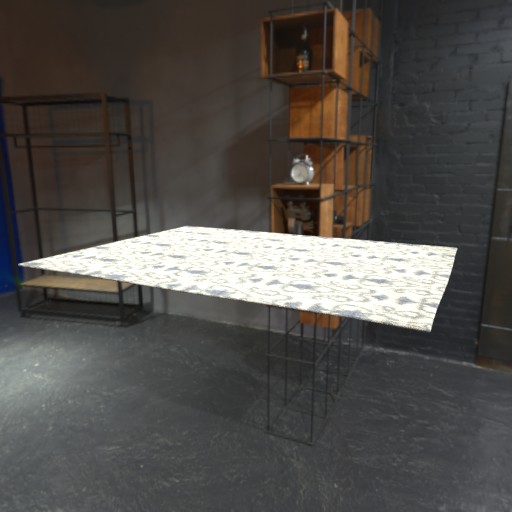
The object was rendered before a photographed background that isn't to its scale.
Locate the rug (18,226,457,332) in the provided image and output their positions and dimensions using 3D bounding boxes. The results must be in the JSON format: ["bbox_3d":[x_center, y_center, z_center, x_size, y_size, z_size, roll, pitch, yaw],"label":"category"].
[{"bbox_3d":[0.000,0.000,2.811,2.261,0.013,1.676,6,14,26],"label":"rug"}]
